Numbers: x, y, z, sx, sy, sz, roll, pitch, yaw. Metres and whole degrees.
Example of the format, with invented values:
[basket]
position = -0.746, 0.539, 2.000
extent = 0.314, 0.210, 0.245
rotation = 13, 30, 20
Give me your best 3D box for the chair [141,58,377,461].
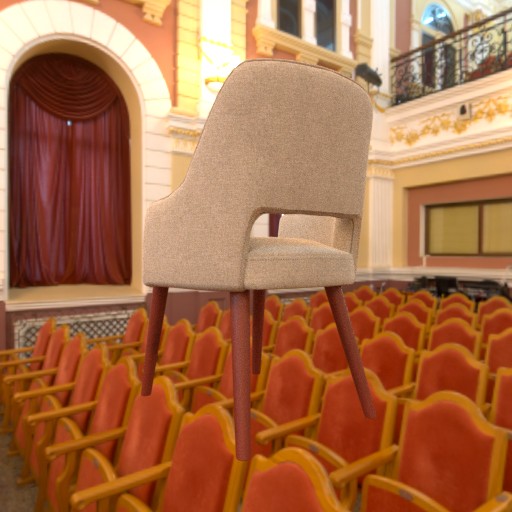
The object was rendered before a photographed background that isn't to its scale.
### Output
[chair]
position = 0.000, 0.000, 1.243
extent = 0.548, 0.849, 0.605
rotation = 0, 0, -36
